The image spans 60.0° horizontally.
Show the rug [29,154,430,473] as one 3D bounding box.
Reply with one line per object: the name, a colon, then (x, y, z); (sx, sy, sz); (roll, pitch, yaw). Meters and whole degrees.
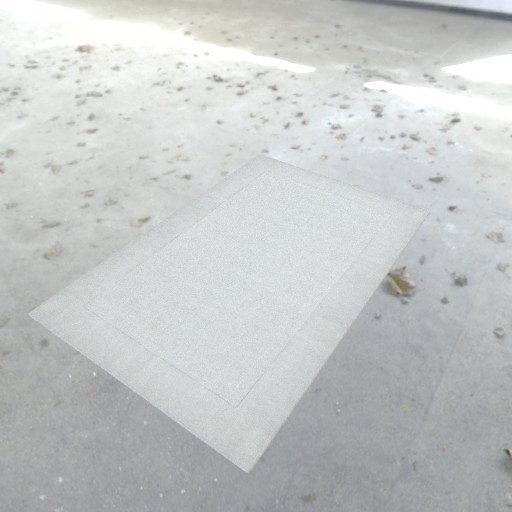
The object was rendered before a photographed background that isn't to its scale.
rug: (0.000, 0.000, 2.290); (1.219, 0.013, 1.829); (24, 46, 26)
